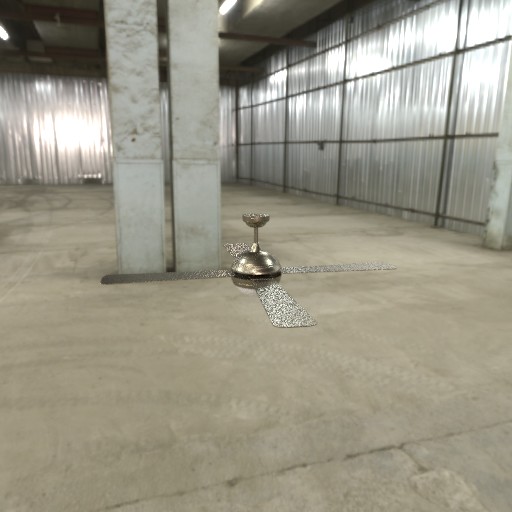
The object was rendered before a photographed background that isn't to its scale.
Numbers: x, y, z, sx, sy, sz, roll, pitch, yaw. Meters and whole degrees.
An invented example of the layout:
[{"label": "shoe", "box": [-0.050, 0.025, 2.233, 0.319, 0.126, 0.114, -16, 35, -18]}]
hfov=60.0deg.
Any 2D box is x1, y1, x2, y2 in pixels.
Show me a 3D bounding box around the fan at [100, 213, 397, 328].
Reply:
[{"label": "fan", "box": [0.000, 0.000, 2.056, 1.321, 0.381, 1.321, 2, 13, 9]}]
